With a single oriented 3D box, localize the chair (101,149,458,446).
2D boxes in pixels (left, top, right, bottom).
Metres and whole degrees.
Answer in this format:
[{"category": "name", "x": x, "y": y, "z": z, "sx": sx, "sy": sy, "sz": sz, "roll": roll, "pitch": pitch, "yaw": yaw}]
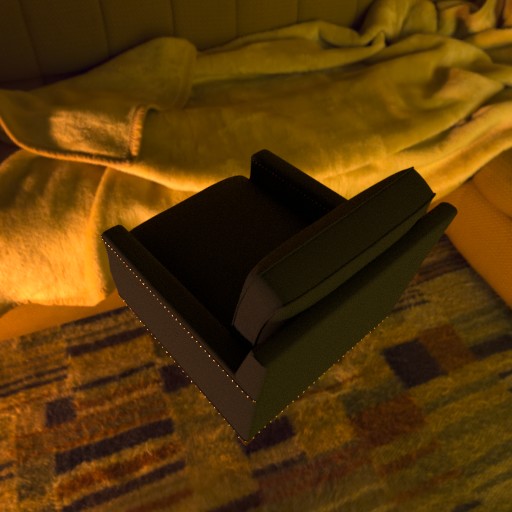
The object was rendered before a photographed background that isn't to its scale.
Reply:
[{"category": "chair", "x": 0.000, "y": 0.000, "z": 1.725, "sx": 0.853, "sy": 0.943, "sz": 1.014, "roll": -33, "pitch": 56, "yaw": -27}]
